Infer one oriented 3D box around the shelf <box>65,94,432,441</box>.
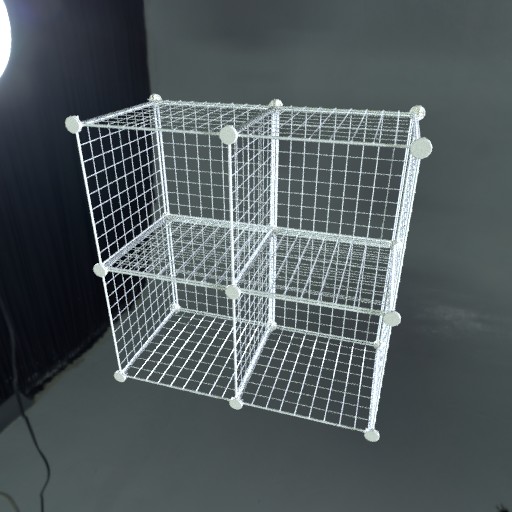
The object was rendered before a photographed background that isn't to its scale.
[{"bbox_3d":[0.000,0.000,1.126,0.711,0.711,0.356,8,28,15],"label":"shelf"}]
